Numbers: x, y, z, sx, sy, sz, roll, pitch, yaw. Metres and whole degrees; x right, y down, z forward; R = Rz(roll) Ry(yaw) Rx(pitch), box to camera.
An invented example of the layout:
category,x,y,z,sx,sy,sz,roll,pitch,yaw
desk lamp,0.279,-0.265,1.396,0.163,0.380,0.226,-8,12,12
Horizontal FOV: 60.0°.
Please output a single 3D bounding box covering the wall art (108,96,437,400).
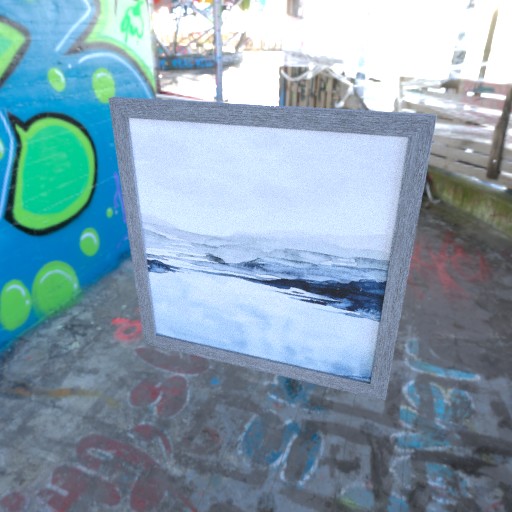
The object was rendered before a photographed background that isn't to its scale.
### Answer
category,x,y,z,sx,sy,sz,roll,pitch,yaw
wall art,0.000,0.000,1.051,0.685,0.685,0.020,9,29,17
